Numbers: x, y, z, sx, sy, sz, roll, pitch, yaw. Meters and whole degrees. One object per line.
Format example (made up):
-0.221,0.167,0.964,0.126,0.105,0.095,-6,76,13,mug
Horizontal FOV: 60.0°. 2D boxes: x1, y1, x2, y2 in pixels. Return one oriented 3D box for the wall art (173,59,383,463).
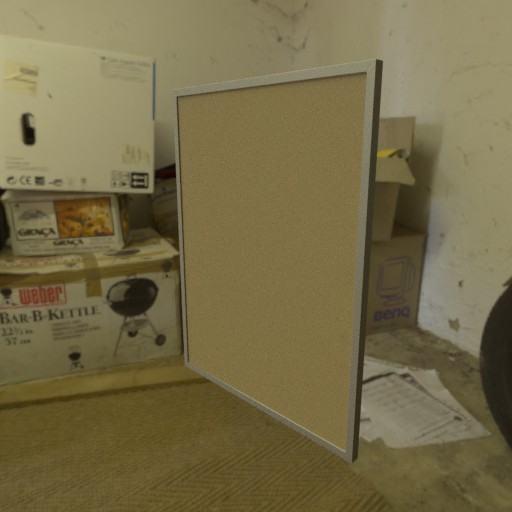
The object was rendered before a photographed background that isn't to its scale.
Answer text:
0.000,0.000,1.388,0.034,1.042,0.789,-13,19,-43,wall art
